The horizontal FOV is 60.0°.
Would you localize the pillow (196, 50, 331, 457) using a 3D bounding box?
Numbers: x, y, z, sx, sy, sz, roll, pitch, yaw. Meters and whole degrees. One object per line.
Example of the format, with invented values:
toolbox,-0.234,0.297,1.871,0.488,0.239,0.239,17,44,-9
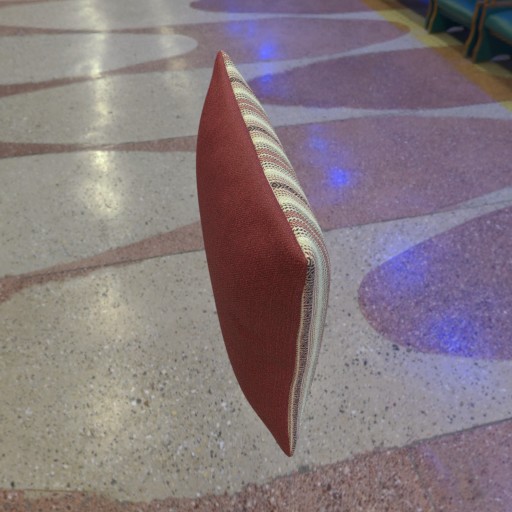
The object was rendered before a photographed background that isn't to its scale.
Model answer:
pillow,0.000,0.000,0.762,0.166,0.497,0.513,-9,47,-9
